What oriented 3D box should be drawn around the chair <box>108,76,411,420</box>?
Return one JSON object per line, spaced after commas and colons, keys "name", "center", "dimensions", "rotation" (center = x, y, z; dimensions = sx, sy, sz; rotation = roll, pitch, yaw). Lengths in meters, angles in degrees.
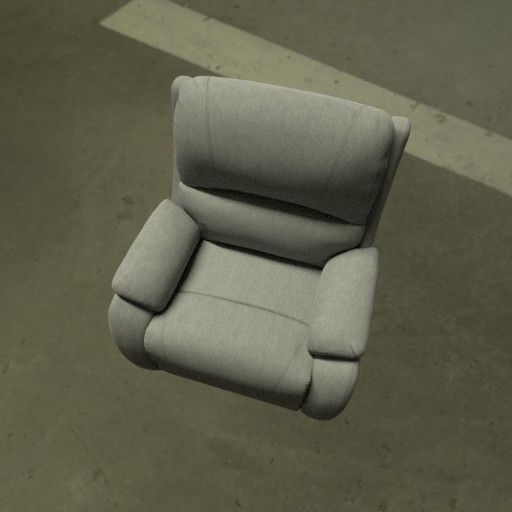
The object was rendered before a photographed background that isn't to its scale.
{"name": "chair", "center": [0.000, 0.000, 1.703], "dimensions": [0.930, 1.011, 0.899], "rotation": [14, 59, 8]}
